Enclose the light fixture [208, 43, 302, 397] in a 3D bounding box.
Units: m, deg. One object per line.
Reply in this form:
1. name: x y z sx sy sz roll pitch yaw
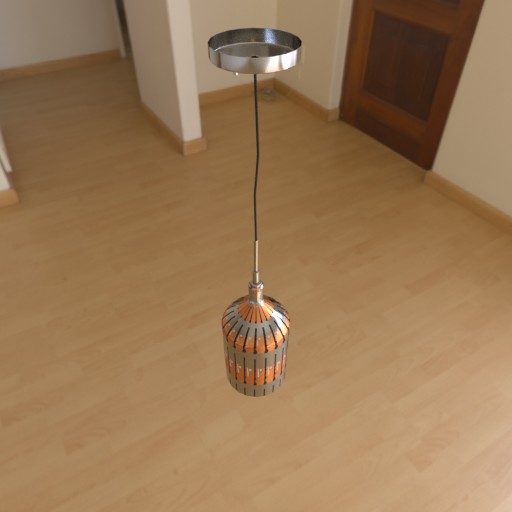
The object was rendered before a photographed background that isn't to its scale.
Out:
1. light fixture: 0.000 0.000 1.689 0.303 1.535 0.303 0 42 0
